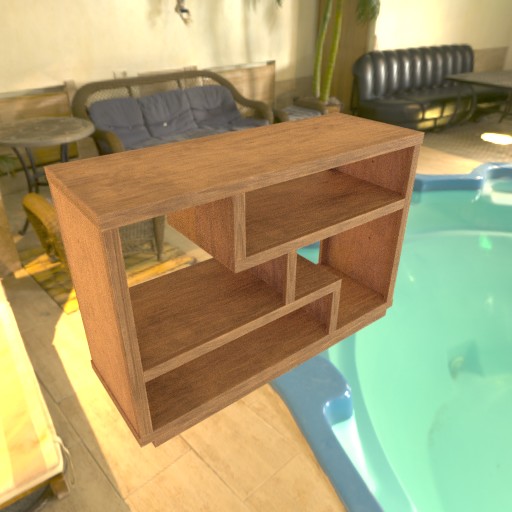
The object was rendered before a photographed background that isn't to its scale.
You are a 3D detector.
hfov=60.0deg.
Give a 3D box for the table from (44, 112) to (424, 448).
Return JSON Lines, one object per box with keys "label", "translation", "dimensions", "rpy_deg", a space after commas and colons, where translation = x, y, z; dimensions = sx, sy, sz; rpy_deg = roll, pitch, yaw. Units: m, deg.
{"label": "table", "translation": [0.000, 0.000, 1.560], "dimensions": [1.151, 0.771, 0.410], "rpy_deg": [-21, 36, -32]}
